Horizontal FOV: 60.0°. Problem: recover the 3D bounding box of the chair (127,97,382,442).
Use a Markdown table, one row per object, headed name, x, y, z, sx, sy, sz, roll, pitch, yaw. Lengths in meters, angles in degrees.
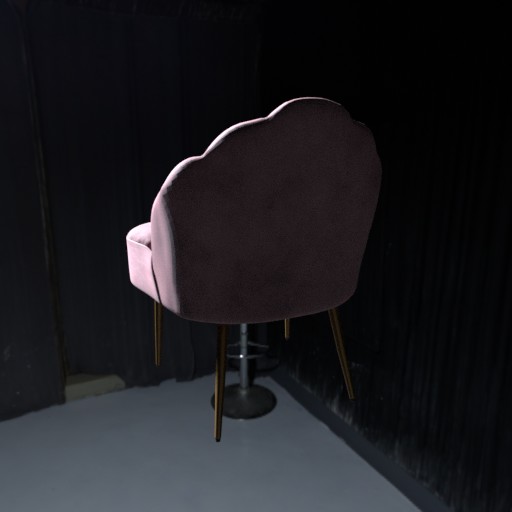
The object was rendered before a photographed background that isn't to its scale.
| name | x | y | z | sx | sy | sz | roll | pitch | yaw |
| --- | --- | --- | --- | --- | --- | --- | --- | --- | --- |
| chair | 0.000 | 0.000 | 1.287 | 0.657 | 0.819 | 0.599 | -7 | 15 | -25 |
